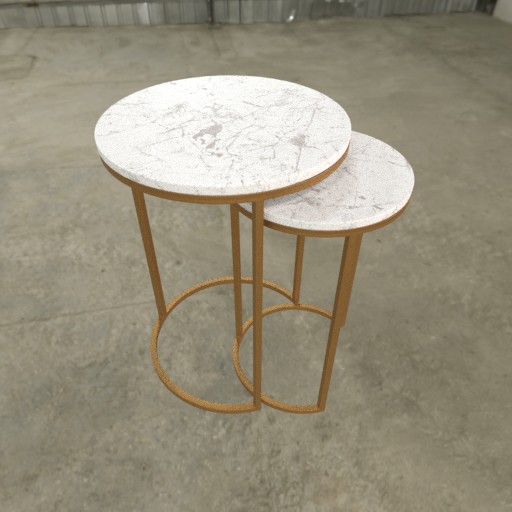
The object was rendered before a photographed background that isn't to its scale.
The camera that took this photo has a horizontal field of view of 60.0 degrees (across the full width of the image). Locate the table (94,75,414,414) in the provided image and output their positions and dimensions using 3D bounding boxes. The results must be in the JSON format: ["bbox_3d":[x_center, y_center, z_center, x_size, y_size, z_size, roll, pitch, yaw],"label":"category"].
[{"bbox_3d":[0.000,0.000,0.875,0.507,0.550,0.400,12,43,14],"label":"table"}]
